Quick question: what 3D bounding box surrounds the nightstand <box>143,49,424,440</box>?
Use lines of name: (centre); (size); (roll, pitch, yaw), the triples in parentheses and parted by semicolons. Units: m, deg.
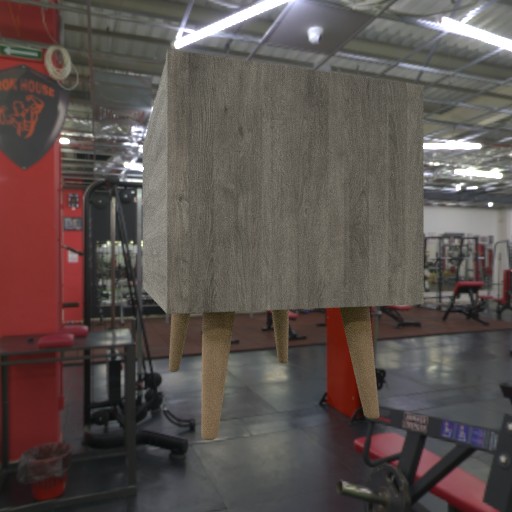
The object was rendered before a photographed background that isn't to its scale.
nightstand: (0.000, 0.000, 0.823); (0.380, 0.500, 0.480); (0, 0, -18)
